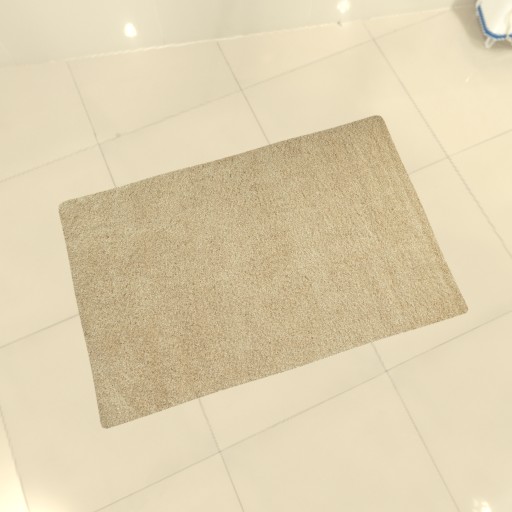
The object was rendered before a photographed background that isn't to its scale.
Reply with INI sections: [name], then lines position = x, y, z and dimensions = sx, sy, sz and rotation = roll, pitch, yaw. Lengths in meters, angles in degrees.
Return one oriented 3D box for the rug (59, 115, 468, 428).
[rug]
position = 0.000, 0.000, 2.897
dimensions = 2.349, 0.025, 1.500
rotation = -17, 74, -5
